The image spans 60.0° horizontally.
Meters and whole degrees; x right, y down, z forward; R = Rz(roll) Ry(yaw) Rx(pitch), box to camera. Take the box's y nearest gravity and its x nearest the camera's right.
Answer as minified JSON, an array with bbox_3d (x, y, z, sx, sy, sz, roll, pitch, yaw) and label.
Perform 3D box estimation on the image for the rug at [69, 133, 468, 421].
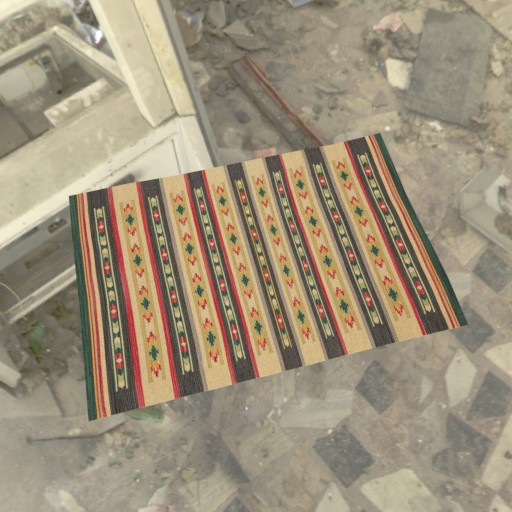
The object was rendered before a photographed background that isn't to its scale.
[{"bbox_3d":[0.000,0.000,2.897,2.311,0.010,1.522,-13,66,-6],"label":"rug"}]
